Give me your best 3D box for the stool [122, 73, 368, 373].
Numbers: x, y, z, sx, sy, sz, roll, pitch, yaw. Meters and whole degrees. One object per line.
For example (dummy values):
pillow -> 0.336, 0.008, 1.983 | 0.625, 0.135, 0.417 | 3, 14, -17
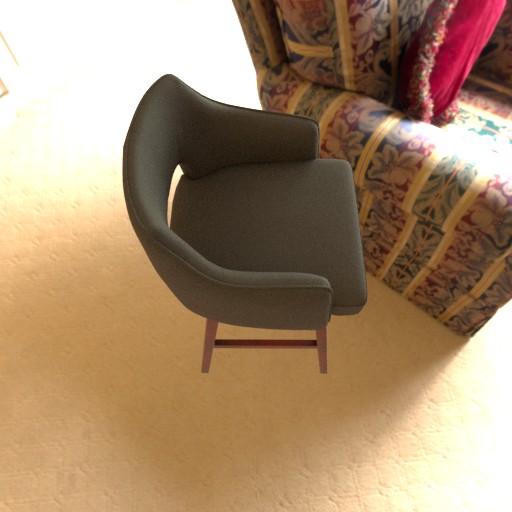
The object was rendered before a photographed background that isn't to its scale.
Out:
stool -> 0.000, 0.000, 1.343 | 0.558, 1.012, 0.548 | 0, 62, 0
